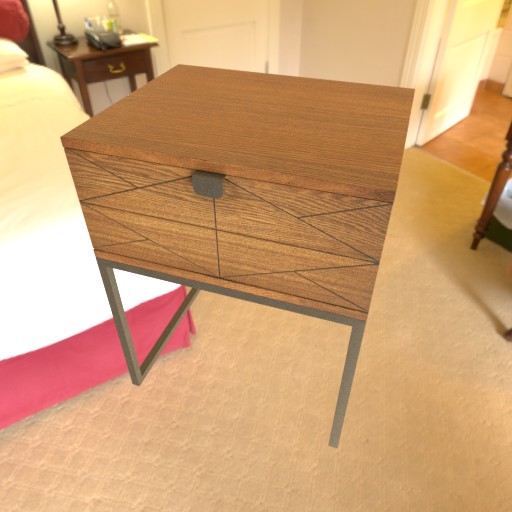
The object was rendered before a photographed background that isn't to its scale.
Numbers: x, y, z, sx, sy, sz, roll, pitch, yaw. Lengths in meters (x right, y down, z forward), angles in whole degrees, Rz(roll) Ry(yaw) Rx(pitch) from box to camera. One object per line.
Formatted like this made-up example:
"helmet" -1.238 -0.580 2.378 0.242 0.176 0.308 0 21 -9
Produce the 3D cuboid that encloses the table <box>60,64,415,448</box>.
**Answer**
"table" 0.000 0.000 0.919 0.482 0.610 0.400 12 41 15
